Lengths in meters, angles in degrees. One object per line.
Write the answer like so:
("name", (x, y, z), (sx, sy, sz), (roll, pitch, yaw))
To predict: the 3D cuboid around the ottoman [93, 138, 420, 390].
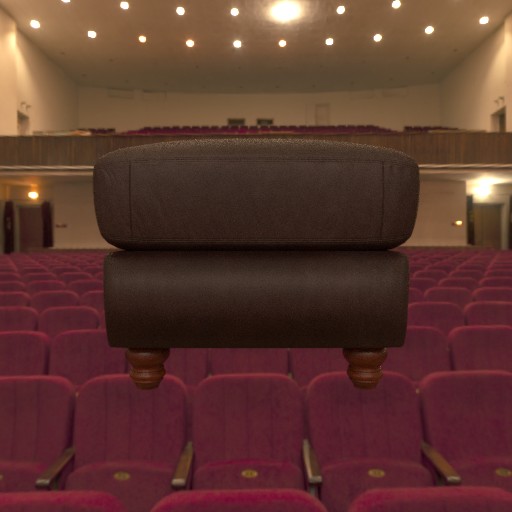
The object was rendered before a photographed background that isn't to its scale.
("ottoman", (0.000, 0.000, 1.263), (0.670, 0.569, 0.806), (0, 0, 0))
